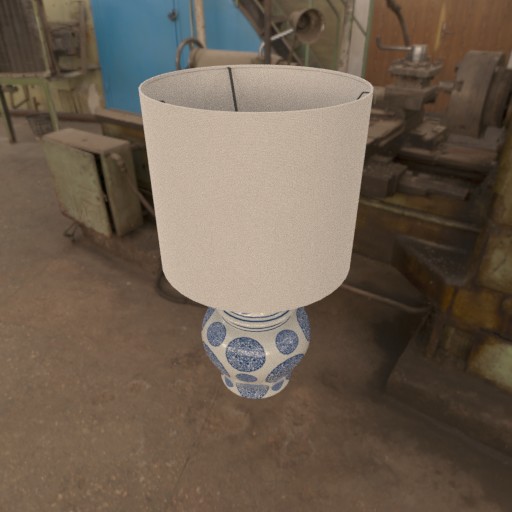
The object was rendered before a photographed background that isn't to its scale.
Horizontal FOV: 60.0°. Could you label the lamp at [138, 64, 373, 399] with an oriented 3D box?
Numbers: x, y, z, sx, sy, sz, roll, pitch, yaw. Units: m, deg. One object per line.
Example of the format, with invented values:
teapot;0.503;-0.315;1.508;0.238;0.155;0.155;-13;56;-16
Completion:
lamp;0.000;0.000;0.515;0.215;0.381;0.215;9;33;15
